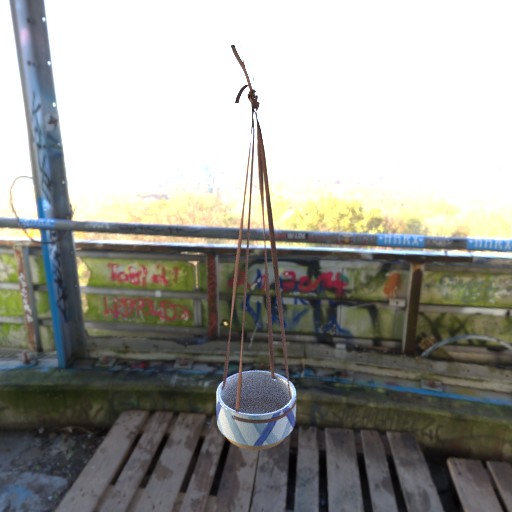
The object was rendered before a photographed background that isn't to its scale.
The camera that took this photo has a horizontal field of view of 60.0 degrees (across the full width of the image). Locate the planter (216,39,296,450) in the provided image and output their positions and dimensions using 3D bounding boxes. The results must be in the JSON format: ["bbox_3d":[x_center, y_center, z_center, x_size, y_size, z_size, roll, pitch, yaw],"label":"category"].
[{"bbox_3d":[0.000,0.000,0.824,0.166,0.751,0.166,3,16,9],"label":"planter"}]
